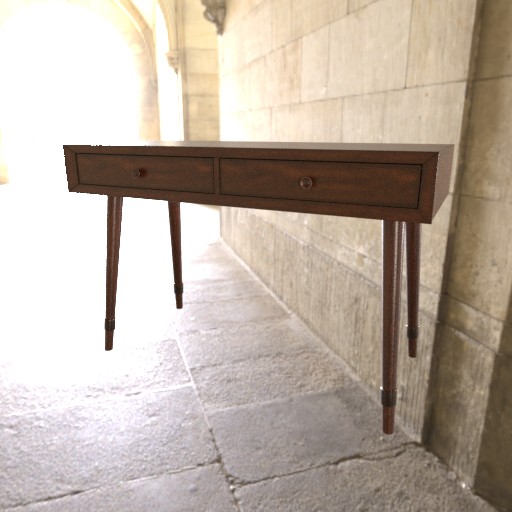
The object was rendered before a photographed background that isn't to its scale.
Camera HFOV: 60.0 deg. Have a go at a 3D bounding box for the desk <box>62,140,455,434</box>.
[{"bbox_3d":[0.000,0.000,2.103,1.577,1.031,0.734,8,18,25],"label":"desk"}]
